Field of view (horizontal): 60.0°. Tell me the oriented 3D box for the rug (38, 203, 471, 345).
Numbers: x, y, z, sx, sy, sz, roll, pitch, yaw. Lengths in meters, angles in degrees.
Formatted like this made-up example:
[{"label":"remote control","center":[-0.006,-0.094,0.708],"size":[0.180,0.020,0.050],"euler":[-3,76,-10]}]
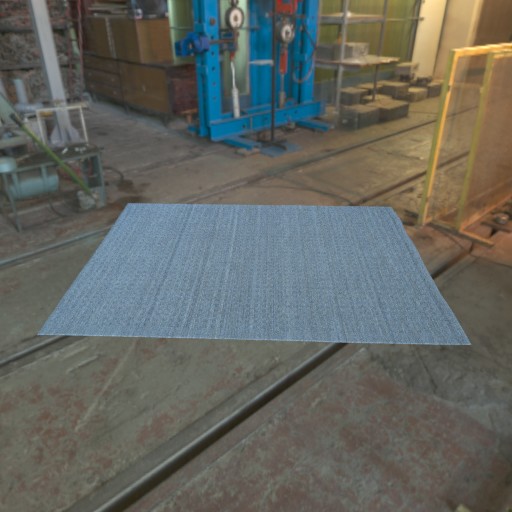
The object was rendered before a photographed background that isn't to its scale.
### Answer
[{"label":"rug","center":[0.000,0.000,4.308],"size":[3.200,0.007,2.443],"euler":[1,30,2]}]
